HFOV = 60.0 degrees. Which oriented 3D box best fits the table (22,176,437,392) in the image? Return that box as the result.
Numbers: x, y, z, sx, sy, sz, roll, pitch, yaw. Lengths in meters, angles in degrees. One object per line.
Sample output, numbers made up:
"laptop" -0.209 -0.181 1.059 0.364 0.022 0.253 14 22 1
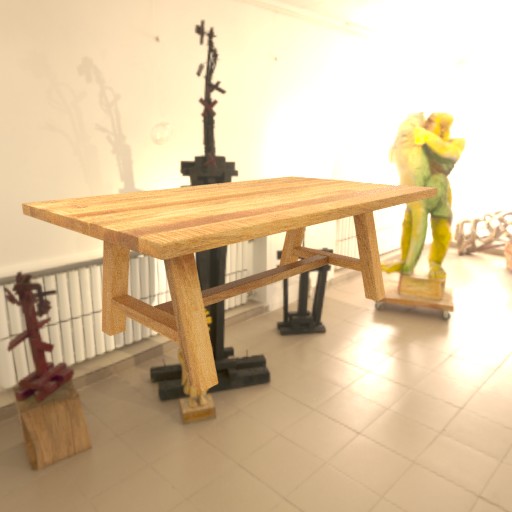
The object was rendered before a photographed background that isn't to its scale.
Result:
"table" 0.000 0.000 1.646 0.760 0.455 1.320 14 21 42
